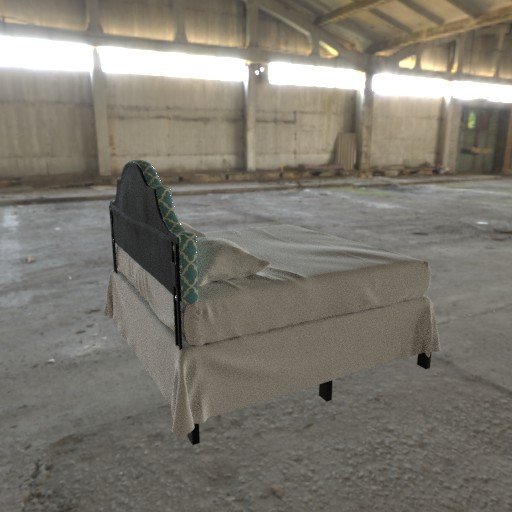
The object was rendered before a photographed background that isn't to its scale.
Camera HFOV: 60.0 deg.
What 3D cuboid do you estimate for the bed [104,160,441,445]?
[{"bbox_3d":[0.000,0.000,3.725,2.222,1.601,2.314,-7,15,-27],"label":"bed"}]
